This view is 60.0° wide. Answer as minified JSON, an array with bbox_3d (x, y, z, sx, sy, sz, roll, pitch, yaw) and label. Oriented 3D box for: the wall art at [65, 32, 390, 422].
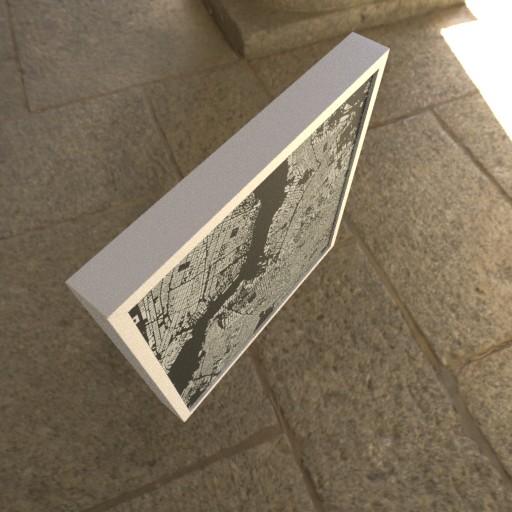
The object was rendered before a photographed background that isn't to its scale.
[{"bbox_3d":[0.000,0.000,0.440,0.037,0.305,0.305,35,65,19],"label":"wall art"}]
